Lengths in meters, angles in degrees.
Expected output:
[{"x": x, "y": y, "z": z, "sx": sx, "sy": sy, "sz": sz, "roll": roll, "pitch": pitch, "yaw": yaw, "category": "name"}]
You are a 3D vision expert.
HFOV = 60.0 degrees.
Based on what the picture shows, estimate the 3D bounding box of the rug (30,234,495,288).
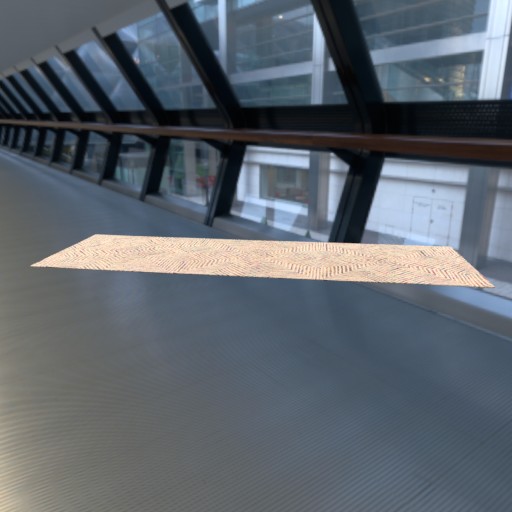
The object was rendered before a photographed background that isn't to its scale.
[{"x": 0.000, "y": 0.000, "z": 2.663, "sx": 2.443, "sy": 0.009, "sz": 0.771, "roll": 2, "pitch": 16, "yaw": 8, "category": "rug"}]
